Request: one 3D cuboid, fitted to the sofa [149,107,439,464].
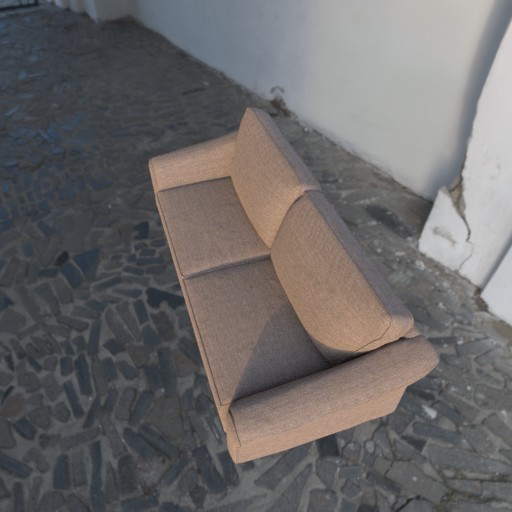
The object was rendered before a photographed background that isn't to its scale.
[{"bbox_3d":[0.000,0.000,2.776,0.980,0.965,2.270,-14,49,-13],"label":"sofa"}]
